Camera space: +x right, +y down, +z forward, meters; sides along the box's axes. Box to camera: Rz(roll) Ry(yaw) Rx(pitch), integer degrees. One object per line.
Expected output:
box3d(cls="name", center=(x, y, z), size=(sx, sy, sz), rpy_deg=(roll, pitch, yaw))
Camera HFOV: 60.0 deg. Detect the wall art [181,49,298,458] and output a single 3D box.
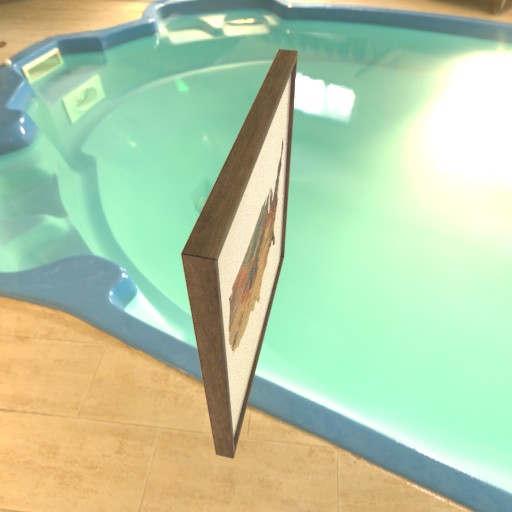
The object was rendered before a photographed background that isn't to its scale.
box3d(cls="wall art", center=(0.000, 0.000, 1.140), size=(0.050, 0.751, 0.749), rpy_deg=(9, 47, 9))
